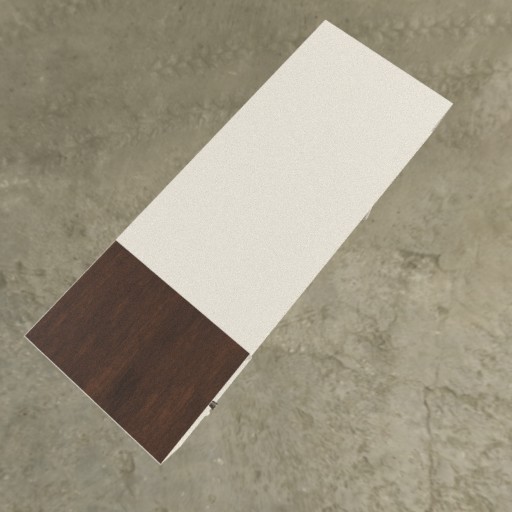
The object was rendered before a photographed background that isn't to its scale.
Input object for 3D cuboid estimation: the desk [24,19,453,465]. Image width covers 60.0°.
[{"bbox_3d":[0.000,0.000,1.392,0.409,0.761,1.069,39,78,10],"label":"desk"}]
